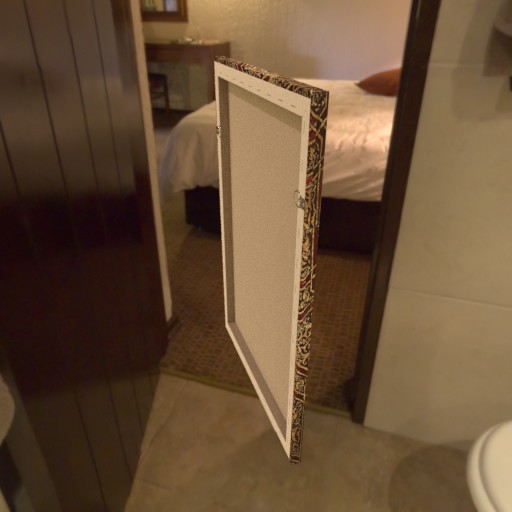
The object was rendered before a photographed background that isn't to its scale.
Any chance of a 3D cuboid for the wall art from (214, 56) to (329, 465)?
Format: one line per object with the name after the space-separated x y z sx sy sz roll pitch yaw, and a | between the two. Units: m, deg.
0.000 0.000 0.767 0.020 0.599 0.397 -10 31 -17 | wall art
